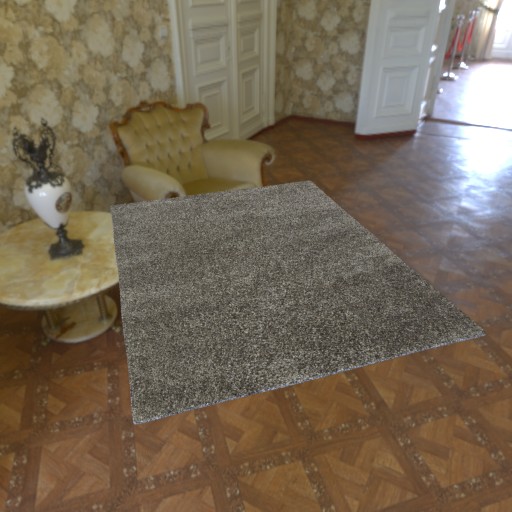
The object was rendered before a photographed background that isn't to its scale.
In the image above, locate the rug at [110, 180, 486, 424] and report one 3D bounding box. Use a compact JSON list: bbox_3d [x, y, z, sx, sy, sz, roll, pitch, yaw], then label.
[{"bbox_3d":[0.000,0.000,3.983,2.401,0.025,3.000,-10,33,-15],"label":"rug"}]
